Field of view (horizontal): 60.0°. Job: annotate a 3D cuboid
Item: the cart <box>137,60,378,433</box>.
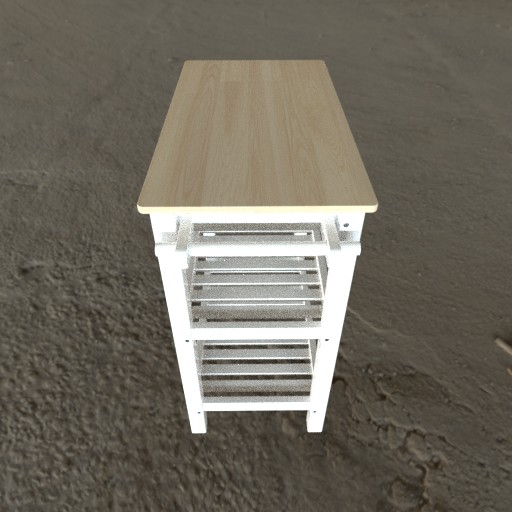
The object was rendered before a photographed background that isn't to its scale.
[{"bbox_3d":[0.000,0.000,1.427,0.457,0.927,0.899,0,41,0],"label":"cart"}]
